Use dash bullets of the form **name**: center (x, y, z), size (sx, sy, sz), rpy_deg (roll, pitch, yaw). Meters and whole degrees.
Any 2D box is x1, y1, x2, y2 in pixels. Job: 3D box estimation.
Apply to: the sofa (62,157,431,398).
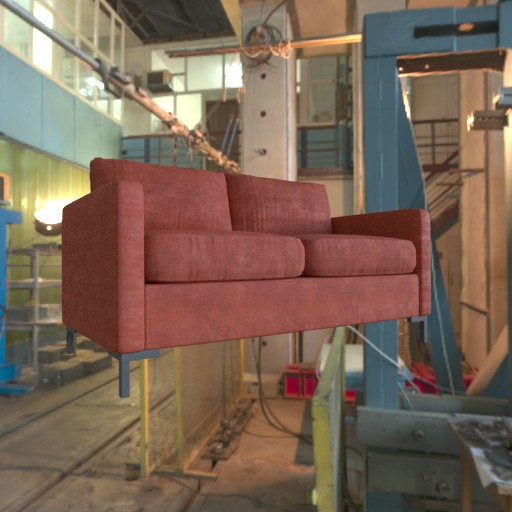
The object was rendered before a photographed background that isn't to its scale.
- **sofa**: center (0.000, 0.000, 2.100), size (1.574, 0.896, 0.864), rpy_deg (1, -1, -34)
